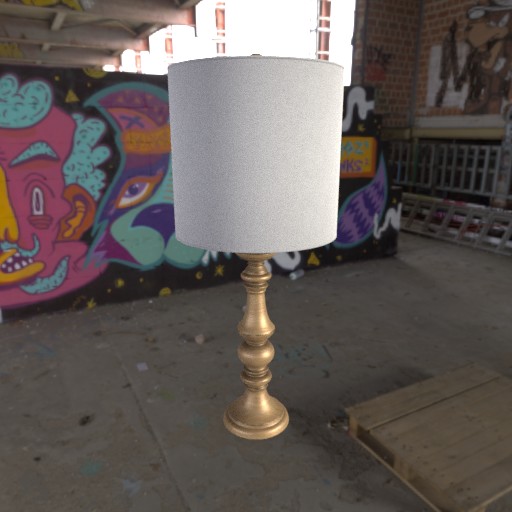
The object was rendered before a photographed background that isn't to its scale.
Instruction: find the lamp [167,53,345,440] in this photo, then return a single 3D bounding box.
[{"bbox_3d":[0.000,0.000,0.708,0.250,0.597,0.250,-2,15,-8],"label":"lamp"}]
